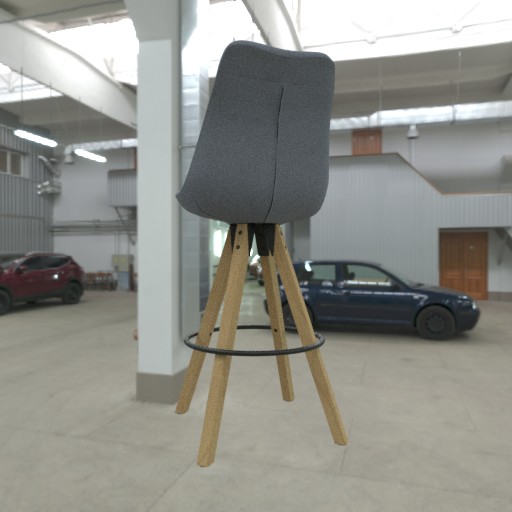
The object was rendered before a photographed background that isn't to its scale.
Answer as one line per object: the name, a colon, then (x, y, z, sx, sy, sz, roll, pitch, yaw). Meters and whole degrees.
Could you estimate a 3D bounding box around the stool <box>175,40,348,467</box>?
stool: (0.000, 0.000, 1.421, 0.485, 1.115, 0.550, 0, 0, -19)
